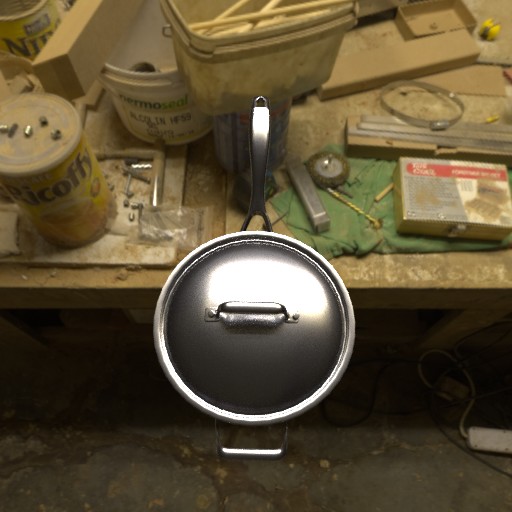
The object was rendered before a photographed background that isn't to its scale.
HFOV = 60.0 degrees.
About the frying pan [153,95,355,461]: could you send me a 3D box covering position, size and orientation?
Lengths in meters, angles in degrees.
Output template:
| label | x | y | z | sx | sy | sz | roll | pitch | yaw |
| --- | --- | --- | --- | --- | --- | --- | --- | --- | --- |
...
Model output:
| label | x | y | z | sx | sy | sz | roll | pitch | yaw |
| --- | --- | --- | --- | --- | --- | --- | --- | --- | --- |
| frying pan | 0.000 | 0.000 | 0.669 | 0.280 | 0.114 | 0.561 | 1 | 64 | 1 |
